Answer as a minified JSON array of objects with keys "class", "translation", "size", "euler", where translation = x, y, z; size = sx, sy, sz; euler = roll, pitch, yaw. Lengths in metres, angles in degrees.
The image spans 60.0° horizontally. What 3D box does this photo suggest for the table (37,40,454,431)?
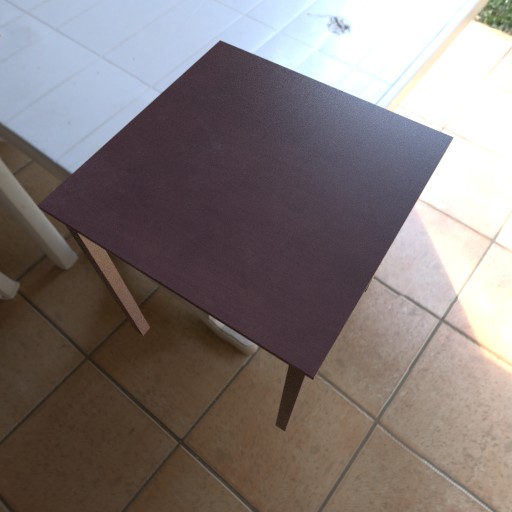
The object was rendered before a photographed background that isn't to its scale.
[{"class":"table","translation":[0.000,0.000,1.698],"size":[0.861,0.991,0.861],"euler":[29,64,16]}]
